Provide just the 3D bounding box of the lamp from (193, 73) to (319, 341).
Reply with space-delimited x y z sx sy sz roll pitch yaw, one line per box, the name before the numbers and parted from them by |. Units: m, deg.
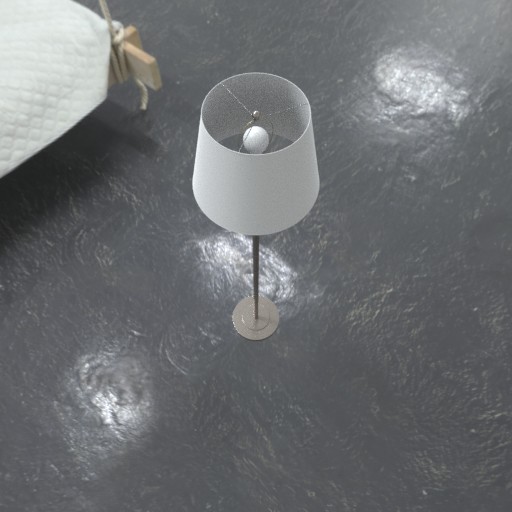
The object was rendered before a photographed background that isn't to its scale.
lamp | 0.000 0.000 1.670 0.355 1.473 0.355 0 63 0
